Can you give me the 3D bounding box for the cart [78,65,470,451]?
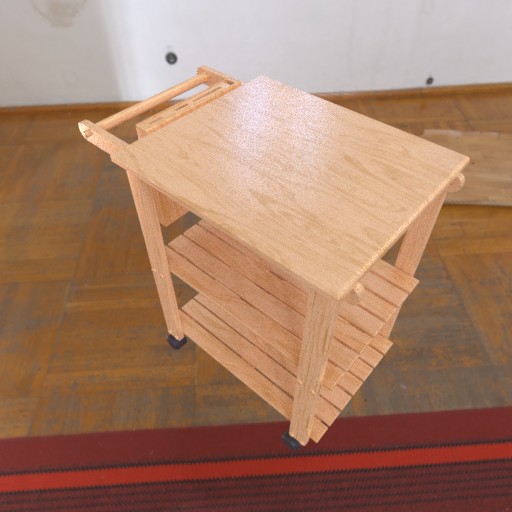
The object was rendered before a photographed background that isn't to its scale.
[{"bbox_3d":[0.000,0.000,1.323,0.843,0.816,0.520,33,55,27],"label":"cart"}]
